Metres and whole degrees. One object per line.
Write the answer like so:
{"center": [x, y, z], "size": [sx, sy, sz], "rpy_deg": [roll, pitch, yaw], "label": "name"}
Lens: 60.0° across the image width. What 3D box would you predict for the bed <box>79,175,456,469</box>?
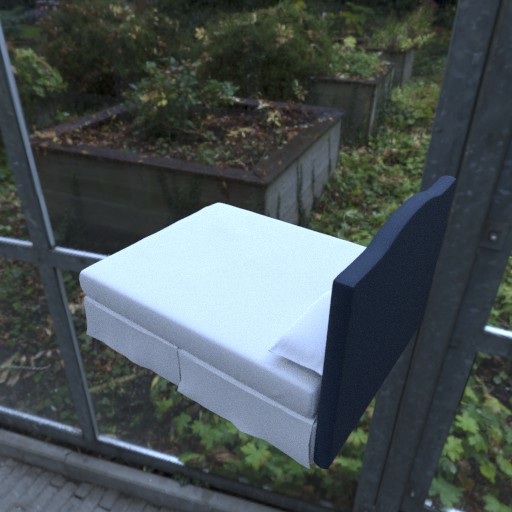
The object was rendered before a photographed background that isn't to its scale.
{"center": [0.000, 0.000, 3.433], "size": [2.282, 1.436, 1.821], "rpy_deg": [20, 36, 31], "label": "bed"}
